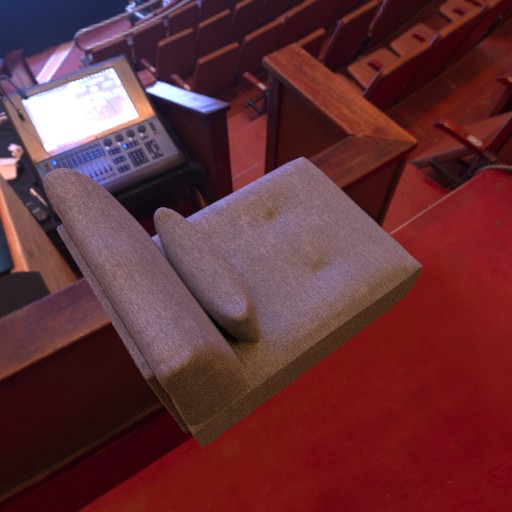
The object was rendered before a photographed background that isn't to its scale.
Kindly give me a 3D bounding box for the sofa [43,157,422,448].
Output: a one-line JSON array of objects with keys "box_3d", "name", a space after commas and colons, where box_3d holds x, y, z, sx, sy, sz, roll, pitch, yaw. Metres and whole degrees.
[{"box_3d": [0.000, 0.000, 1.510, 1.000, 0.820, 0.700, -31, 63, -18], "name": "sofa"}]
